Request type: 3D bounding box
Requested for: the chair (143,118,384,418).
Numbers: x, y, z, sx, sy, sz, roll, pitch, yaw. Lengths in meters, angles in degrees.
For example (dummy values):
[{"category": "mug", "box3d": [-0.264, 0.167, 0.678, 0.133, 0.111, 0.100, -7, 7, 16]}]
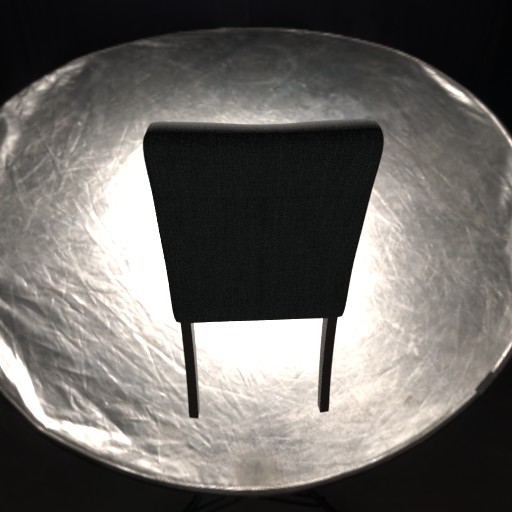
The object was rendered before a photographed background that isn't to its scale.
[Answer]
[{"category": "chair", "box3d": [0.000, 0.000, 1.269, 0.487, 0.884, 0.629, -2, 30, -3]}]
